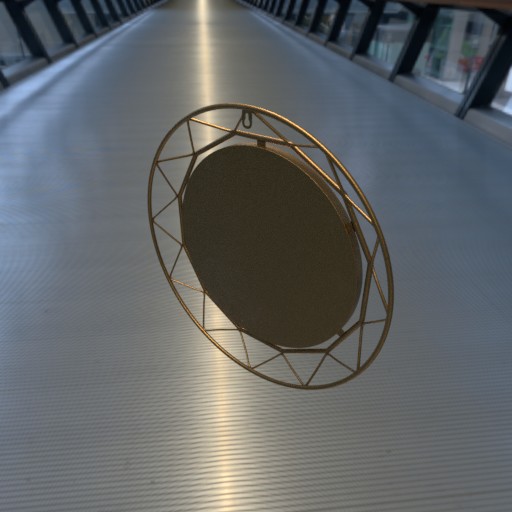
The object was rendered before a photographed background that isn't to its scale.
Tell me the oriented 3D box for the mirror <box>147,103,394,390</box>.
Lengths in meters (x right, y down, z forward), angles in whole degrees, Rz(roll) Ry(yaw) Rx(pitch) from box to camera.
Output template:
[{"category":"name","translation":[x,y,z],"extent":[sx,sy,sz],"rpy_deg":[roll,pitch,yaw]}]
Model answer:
[{"category":"mirror","translation":[0.000,0.000,0.679],"extent":[0.454,0.454,0.043],"rpy_deg":[22,37,32]}]
